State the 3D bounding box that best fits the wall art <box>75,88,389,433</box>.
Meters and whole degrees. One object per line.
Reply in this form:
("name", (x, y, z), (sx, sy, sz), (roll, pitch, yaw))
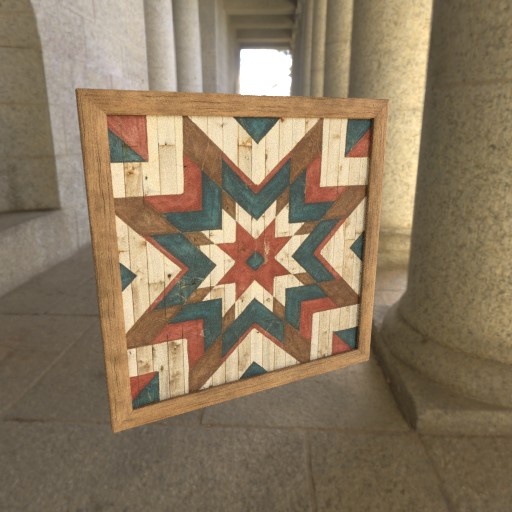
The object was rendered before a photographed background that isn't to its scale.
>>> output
("wall art", (0.000, 0.000, 1.010), (0.695, 0.691, 0.029), (-8, 18, -25))
